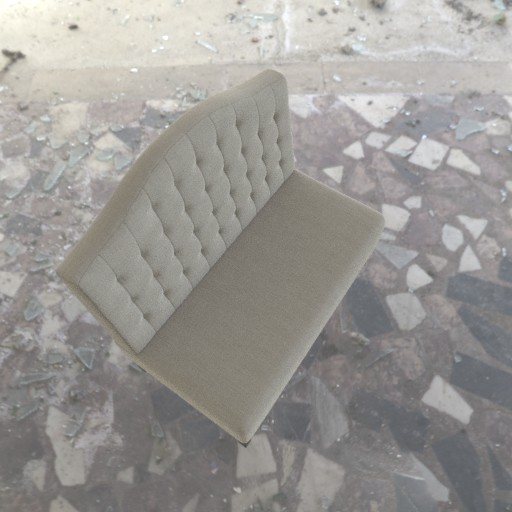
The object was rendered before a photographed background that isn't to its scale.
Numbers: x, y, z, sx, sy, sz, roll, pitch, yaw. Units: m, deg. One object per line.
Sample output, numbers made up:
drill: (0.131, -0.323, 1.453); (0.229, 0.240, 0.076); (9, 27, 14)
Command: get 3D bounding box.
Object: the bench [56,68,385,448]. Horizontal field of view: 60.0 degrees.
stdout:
bench: (0.000, 0.000, 2.063); (0.815, 1.180, 1.335); (31, 64, 17)
